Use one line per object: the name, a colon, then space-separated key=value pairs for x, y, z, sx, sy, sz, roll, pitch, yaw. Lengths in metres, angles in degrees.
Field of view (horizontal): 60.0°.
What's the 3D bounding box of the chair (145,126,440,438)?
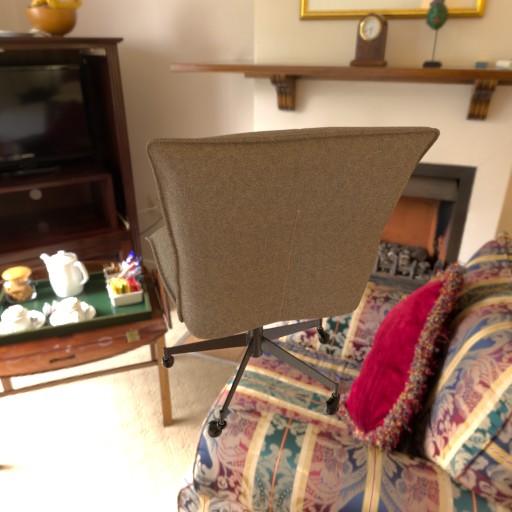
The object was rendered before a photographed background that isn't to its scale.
chair: x=0.000 y=0.000 z=1.284 sx=0.597 sy=0.811 sz=0.696 roll=-7 pitch=26 yaw=-16
